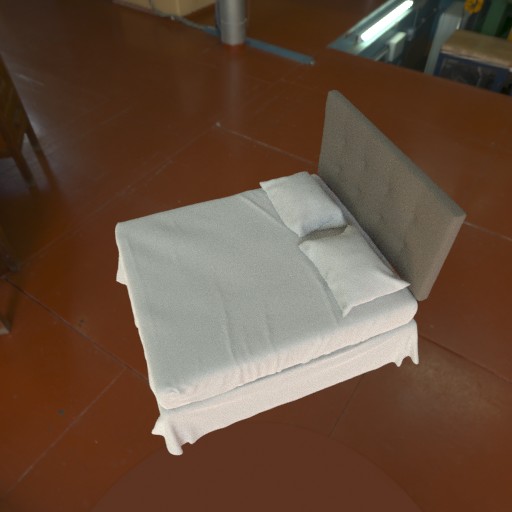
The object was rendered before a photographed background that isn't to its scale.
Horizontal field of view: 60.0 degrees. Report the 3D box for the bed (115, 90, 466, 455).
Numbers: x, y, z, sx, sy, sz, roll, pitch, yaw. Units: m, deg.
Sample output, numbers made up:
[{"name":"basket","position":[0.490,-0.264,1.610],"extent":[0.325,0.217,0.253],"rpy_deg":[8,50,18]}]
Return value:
[{"name":"bed","position":[0.000,0.000,3.436],"extent":[2.222,1.577,1.936],"rpy_deg":[-16,50,-14]}]
